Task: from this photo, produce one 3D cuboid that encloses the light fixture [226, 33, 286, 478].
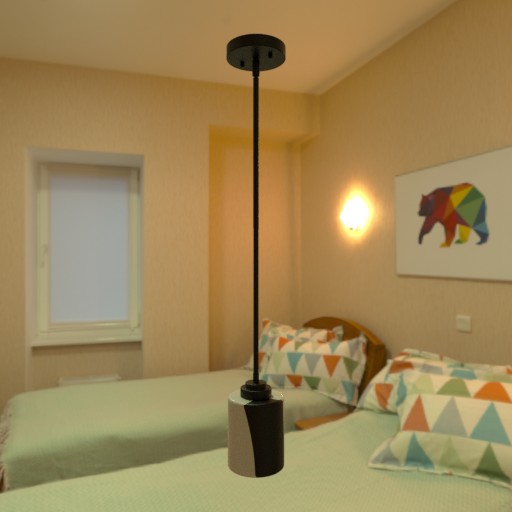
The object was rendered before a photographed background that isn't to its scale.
[{"bbox_3d":[0.000,0.000,0.921,0.123,0.863,0.123,0,0,36],"label":"light fixture"}]
